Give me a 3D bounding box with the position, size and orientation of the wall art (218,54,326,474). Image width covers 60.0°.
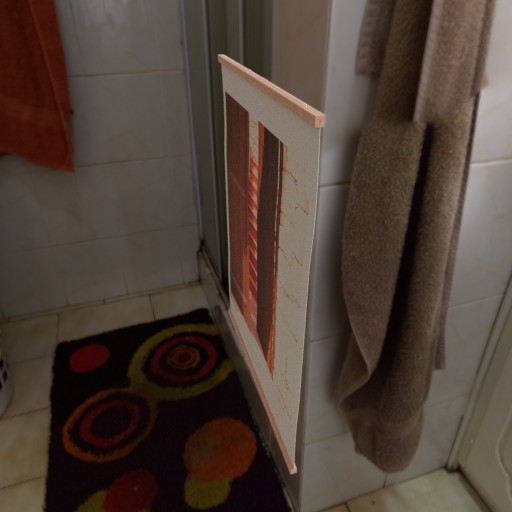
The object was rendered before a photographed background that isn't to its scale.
[{"bbox_3d":[0.000,0.000,1.310,0.020,1.013,0.758,-9,33,-14],"label":"wall art"}]
